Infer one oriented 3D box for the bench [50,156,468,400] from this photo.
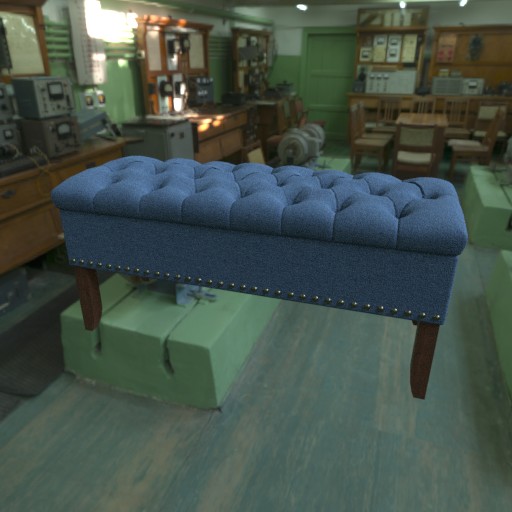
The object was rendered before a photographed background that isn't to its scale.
[{"bbox_3d":[0.000,0.000,1.316,1.052,0.492,0.417,8,26,16],"label":"bench"}]
